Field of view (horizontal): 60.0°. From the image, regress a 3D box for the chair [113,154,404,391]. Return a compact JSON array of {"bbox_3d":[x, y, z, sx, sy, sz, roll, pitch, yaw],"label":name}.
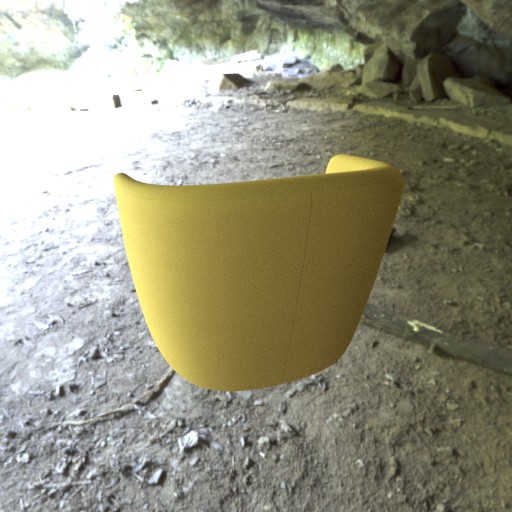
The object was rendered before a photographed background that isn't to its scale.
[{"bbox_3d":[0.000,0.000,1.362,0.773,0.698,0.767,-8,28,-15],"label":"chair"}]
